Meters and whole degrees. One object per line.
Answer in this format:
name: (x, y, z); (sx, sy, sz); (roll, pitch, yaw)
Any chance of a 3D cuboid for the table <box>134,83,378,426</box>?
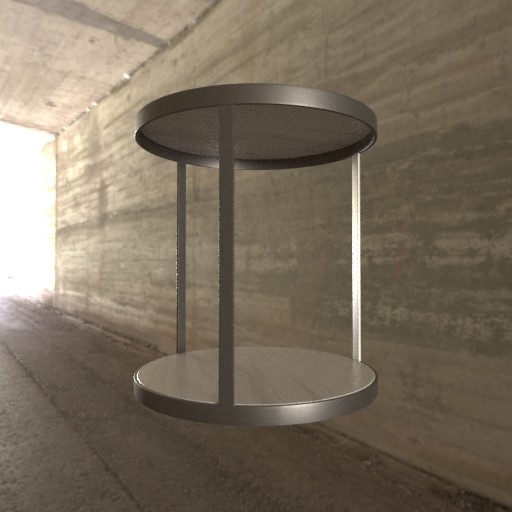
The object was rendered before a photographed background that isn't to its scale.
table: (0.000, 0.000, 0.840); (0.445, 0.479, 0.445); (0, -1, 0)
